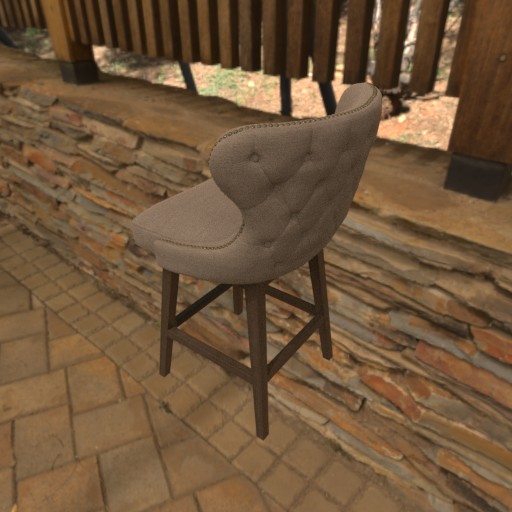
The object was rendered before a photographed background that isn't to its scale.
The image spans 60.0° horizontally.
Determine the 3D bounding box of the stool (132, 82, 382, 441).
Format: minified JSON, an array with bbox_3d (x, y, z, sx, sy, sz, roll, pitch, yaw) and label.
[{"bbox_3d":[0.000,0.000,1.354,0.597,0.972,0.615,21,38,30],"label":"stool"}]
